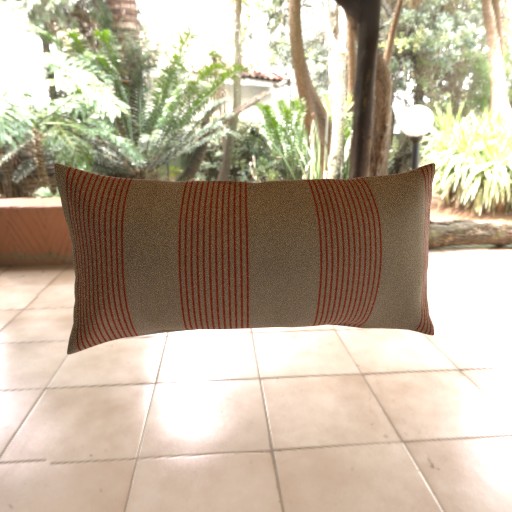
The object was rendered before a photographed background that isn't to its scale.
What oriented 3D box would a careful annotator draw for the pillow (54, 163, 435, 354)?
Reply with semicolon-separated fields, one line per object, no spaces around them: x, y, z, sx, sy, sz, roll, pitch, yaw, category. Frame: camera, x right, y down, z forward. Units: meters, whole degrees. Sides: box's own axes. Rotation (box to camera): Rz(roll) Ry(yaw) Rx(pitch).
0.000;0.000;0.712;0.608;0.292;0.156;-2;16;-6;pillow
